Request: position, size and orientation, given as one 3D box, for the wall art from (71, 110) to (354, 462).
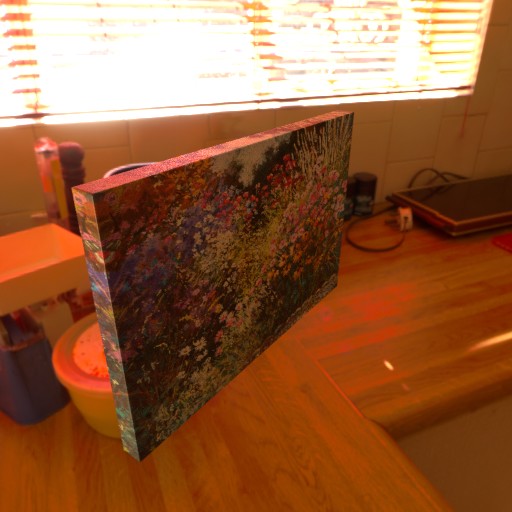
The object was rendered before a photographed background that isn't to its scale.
[{"bbox_3d":[0.000,0.000,0.773,0.037,0.406,0.610,19,33,32],"label":"wall art"}]
